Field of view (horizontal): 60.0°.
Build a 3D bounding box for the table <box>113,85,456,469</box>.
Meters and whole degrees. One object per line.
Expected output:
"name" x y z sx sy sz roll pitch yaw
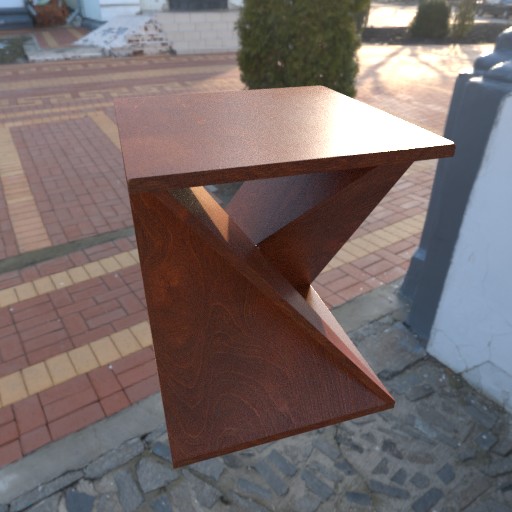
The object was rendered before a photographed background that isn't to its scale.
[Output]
"table" 0.000 0.000 0.845 0.427 0.520 0.427 -9 32 -15
